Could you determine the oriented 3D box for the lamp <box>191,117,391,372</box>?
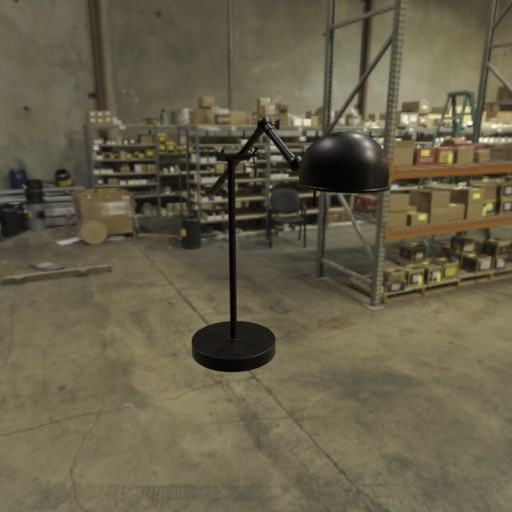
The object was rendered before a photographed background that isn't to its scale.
[{"bbox_3d":[0.000,0.000,0.825,0.185,0.495,0.567,-8,18,-25],"label":"lamp"}]
